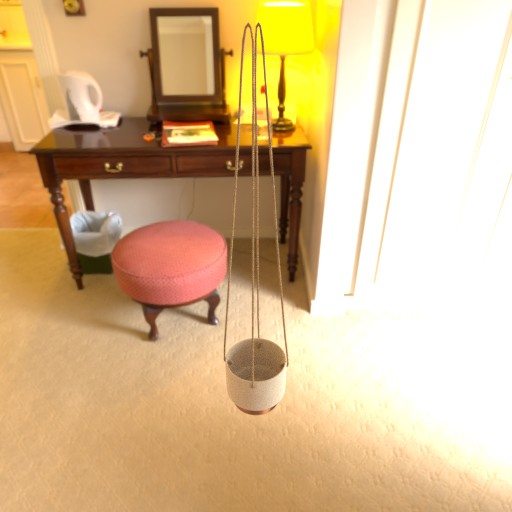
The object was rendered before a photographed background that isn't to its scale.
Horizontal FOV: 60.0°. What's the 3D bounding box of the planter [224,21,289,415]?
[{"bbox_3d":[0.000,0.000,0.897,0.146,0.841,0.146,-24,39,-32],"label":"planter"}]
